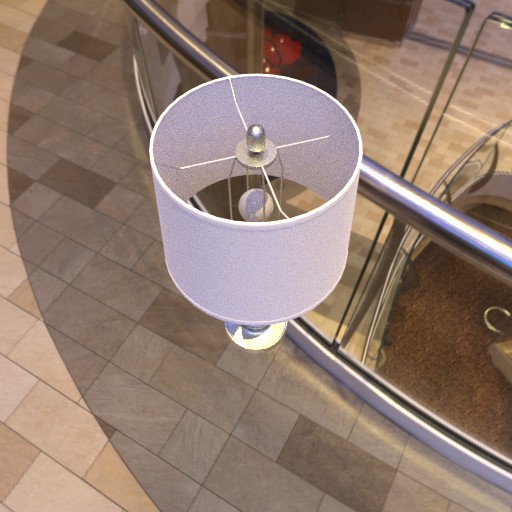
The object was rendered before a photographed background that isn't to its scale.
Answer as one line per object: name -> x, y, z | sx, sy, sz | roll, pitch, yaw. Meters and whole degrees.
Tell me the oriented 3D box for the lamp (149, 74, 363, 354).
lamp -> 0.000, 0.000, 0.982 | 0.383, 0.733, 0.383 | 0, 58, 0
